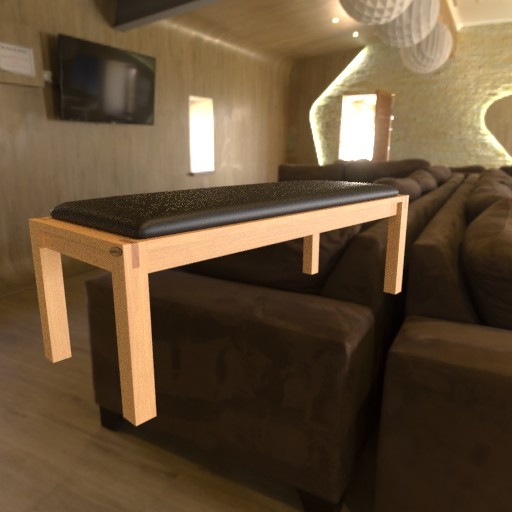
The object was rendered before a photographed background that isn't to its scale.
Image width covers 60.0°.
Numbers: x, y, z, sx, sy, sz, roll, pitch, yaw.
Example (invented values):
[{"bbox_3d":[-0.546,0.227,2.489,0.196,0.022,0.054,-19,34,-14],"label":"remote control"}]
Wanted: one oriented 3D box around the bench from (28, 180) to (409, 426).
[{"bbox_3d":[0.000,0.000,1.431,0.450,0.430,1.202,13,19,42],"label":"bench"}]
